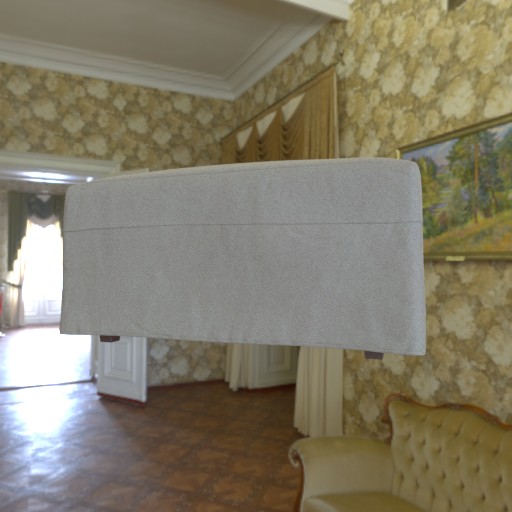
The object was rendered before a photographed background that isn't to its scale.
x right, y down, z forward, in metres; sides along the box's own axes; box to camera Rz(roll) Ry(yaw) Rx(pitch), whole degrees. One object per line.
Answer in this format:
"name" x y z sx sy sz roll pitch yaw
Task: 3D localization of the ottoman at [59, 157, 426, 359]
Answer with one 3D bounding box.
"ottoman" 0.000 0.000 1.232 0.872 0.444 0.590 -1 -2 19
